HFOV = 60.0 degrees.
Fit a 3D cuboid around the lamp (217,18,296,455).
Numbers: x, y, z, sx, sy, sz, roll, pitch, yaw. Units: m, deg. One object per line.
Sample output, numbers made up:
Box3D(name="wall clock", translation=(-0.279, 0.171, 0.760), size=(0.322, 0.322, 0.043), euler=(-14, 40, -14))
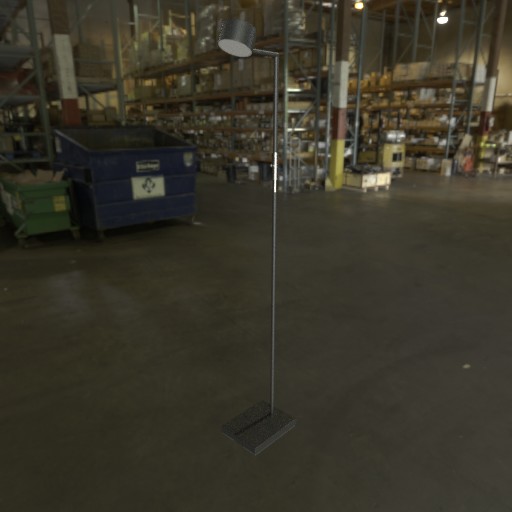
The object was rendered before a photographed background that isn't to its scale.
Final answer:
Box3D(name="lamp", translation=(0.000, 0.000, 1.699), size=(0.203, 1.600, 0.304), euler=(15, 23, 41))
